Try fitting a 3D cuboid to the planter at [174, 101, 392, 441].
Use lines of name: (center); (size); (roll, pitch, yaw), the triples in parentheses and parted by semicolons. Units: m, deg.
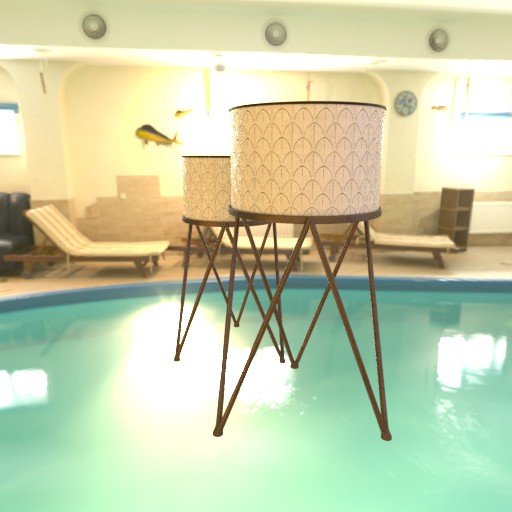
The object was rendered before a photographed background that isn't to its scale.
planter: (0.000, 0.000, 1.172); (0.413, 0.712, 0.769); (-7, 15, -27)
